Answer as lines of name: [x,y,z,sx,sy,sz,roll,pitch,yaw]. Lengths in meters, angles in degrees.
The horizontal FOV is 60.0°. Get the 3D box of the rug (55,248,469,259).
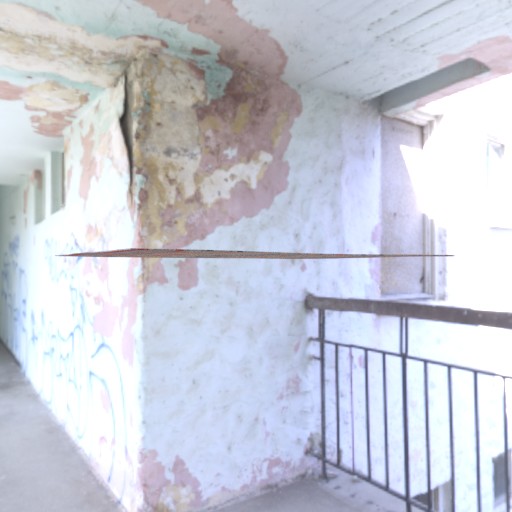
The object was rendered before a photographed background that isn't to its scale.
rug: [0.000,0.000,4.024,3.029,0.022,2.263,1,-1,-33]
